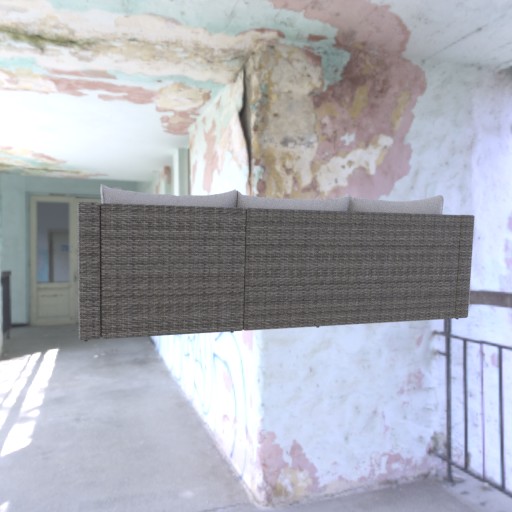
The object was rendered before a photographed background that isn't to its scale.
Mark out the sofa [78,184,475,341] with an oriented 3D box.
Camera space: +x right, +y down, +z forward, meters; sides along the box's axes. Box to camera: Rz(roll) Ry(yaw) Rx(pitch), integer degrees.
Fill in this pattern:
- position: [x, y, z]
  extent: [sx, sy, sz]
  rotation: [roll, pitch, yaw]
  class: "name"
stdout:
- position: [0.000, 0.000, 3.070]
  extent: [2.192, 0.766, 1.662]
  rotation: [0, 0, -18]
  class: "sofa"
